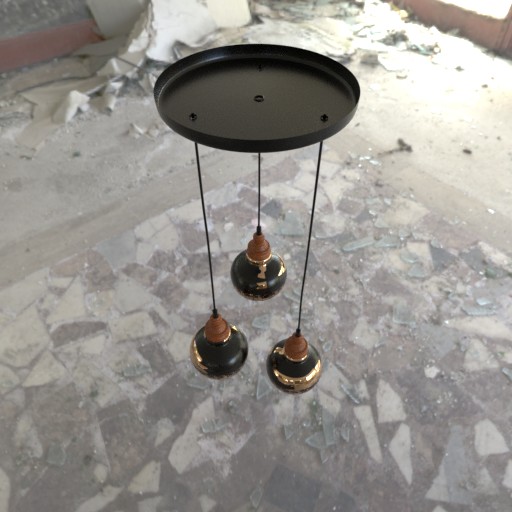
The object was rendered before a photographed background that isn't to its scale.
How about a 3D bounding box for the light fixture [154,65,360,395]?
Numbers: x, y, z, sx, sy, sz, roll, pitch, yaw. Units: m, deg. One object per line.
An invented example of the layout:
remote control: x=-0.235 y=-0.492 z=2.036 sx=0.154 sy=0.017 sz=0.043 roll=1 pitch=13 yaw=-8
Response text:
light fixture: x=0.000 y=0.000 z=1.735 sx=0.608 sy=1.410 sz=0.605 roll=-2 pitch=47 yaw=-2
